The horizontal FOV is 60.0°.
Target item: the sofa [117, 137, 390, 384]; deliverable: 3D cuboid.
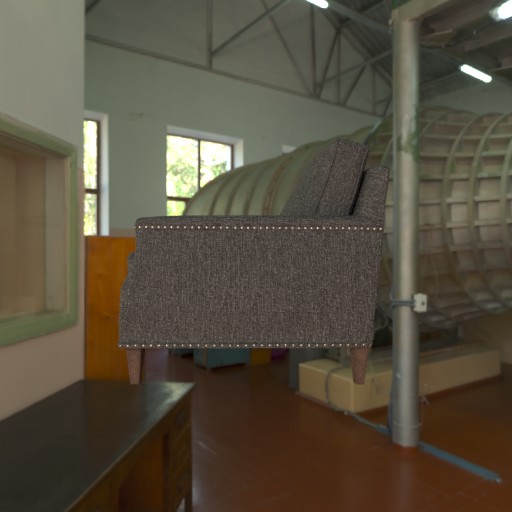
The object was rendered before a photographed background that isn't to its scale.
[{"bbox_3d":[0.000,0.000,2.814,1.084,1.003,2.246,0,0,0],"label":"sofa"}]
